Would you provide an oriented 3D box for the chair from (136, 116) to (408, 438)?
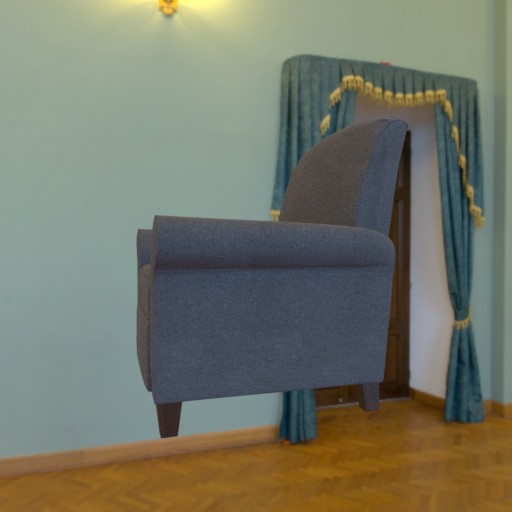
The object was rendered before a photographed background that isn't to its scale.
[{"bbox_3d":[0.000,0.000,1.760,0.905,1.061,0.978,0,1,-18],"label":"chair"}]
